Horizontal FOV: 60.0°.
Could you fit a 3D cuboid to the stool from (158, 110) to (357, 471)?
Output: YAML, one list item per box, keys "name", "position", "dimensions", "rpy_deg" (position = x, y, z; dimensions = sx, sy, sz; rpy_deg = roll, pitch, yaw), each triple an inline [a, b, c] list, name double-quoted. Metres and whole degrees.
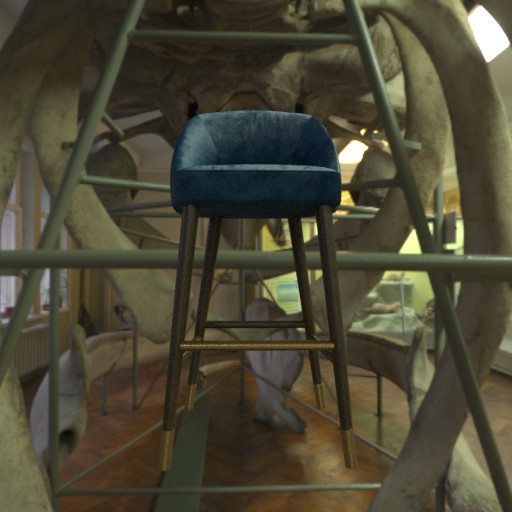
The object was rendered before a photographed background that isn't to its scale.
- name: "stool"
  position: [0.000, 0.000, 1.301]
  dimensions: [0.514, 1.016, 0.515]
  rpy_deg: [0, -1, -1]
